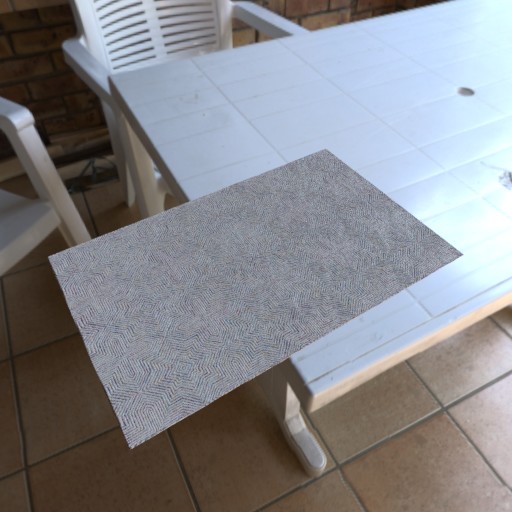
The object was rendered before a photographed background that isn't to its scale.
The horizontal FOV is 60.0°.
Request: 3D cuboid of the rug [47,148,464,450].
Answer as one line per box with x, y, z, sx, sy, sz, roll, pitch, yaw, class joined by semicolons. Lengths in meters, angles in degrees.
0.000;0.000;3.042;2.428;0.007;1.519;-25;52;-21;rug
